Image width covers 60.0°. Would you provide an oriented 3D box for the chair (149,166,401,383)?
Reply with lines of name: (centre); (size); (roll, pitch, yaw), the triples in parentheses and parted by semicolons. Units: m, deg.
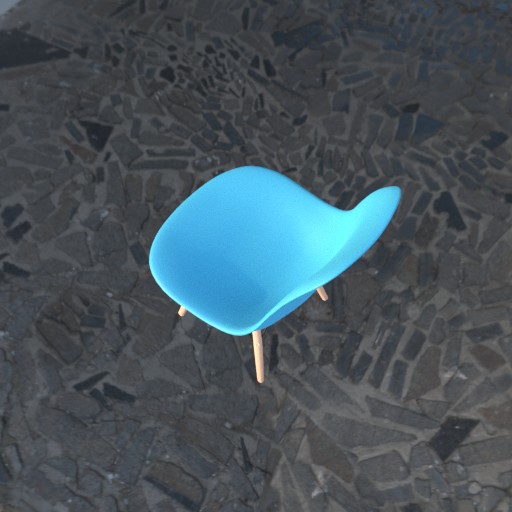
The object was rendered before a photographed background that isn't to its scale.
chair: (0.000, 0.000, 1.184); (0.531, 0.826, 0.470); (36, 69, 16)
